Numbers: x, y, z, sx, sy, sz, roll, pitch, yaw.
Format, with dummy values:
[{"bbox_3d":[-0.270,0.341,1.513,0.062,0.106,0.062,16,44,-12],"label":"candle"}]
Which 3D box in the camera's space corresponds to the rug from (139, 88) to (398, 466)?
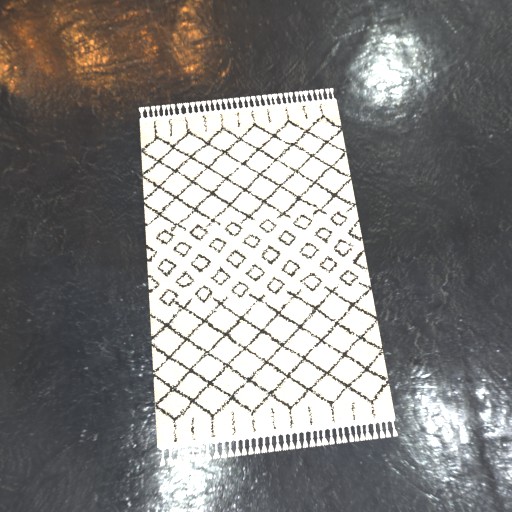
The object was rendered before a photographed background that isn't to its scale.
[{"bbox_3d":[0.000,0.000,2.444,1.196,0.008,2.006,-6,75,-2],"label":"rug"}]
